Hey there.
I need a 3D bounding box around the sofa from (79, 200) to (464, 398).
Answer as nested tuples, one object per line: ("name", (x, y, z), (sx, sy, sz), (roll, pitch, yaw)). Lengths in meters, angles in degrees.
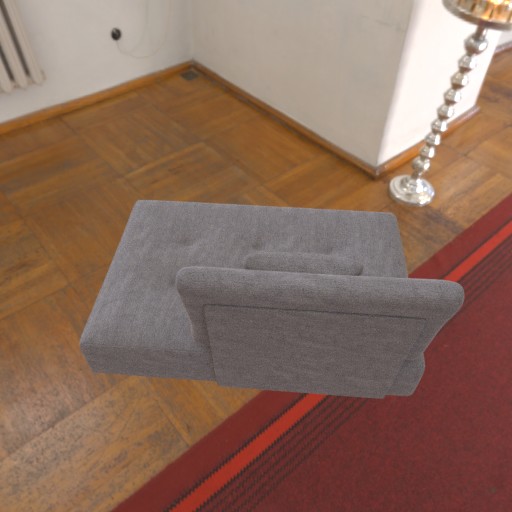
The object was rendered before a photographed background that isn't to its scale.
("sofa", (0.000, 0.000, 2.003), (1.450, 0.820, 1.002), (3, 47, 3))
